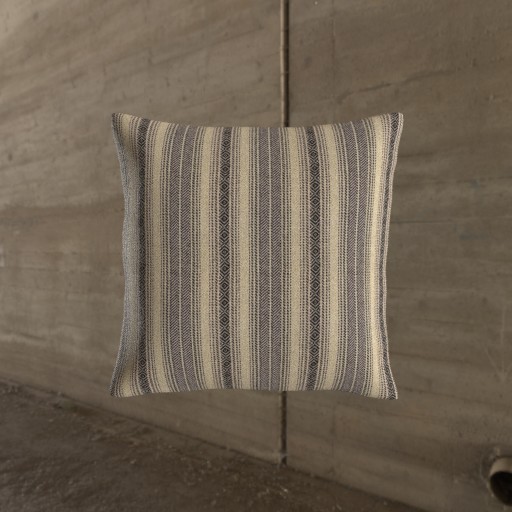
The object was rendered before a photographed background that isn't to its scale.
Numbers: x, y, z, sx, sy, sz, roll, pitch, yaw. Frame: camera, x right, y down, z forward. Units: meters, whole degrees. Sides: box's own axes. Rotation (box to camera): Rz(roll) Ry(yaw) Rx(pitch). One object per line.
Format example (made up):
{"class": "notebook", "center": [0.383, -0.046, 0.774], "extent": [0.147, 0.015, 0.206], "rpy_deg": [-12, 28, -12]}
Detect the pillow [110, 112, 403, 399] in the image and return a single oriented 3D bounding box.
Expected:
{"class": "pillow", "center": [0.000, 0.000, 0.789], "extent": [0.520, 0.508, 0.166], "rpy_deg": [0, 1, 1]}
